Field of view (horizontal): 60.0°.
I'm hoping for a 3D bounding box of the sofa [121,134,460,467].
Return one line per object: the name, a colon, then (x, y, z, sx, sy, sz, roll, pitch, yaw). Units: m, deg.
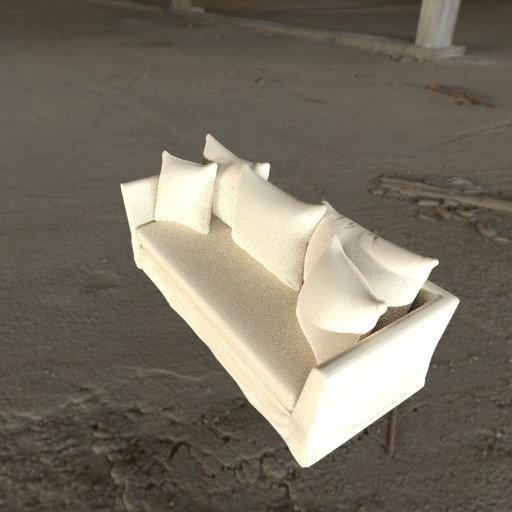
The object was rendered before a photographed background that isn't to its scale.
sofa: (0.000, 0.000, 3.119, 1.030, 1.042, 2.484, -21, 39, -28)
